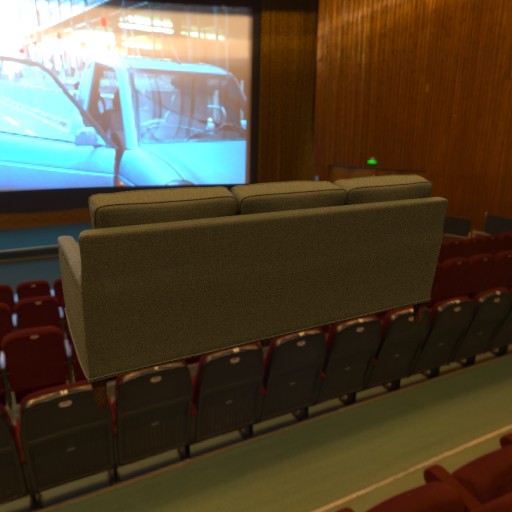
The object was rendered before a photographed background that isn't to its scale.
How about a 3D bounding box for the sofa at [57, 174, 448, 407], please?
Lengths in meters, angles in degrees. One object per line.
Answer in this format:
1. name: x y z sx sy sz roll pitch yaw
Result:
1. sofa: 0.000 0.000 2.813 2.246 1.003 1.084 -8 18 -26
